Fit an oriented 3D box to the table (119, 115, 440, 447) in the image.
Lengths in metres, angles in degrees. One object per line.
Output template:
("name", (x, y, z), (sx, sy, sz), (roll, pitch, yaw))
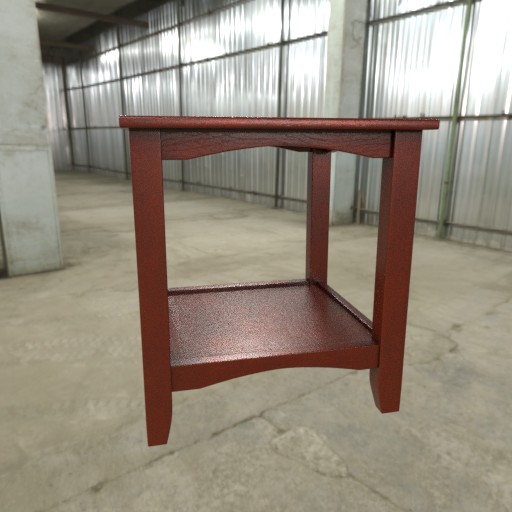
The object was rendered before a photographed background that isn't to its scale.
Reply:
("table", (0.000, 0.000, 0.973), (0.523, 0.558, 0.522), (-3, 15, -10))
